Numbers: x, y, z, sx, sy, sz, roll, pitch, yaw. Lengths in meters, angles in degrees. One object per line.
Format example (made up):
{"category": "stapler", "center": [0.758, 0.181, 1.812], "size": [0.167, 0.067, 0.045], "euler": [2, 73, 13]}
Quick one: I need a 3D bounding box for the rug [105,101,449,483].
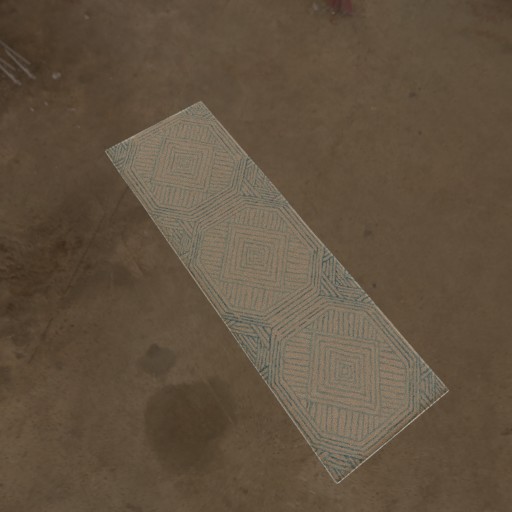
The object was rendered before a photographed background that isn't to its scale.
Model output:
{"category": "rug", "center": [0.000, 0.000, 2.666], "size": [0.775, 0.012, 2.452], "euler": [-33, 69, -14]}
